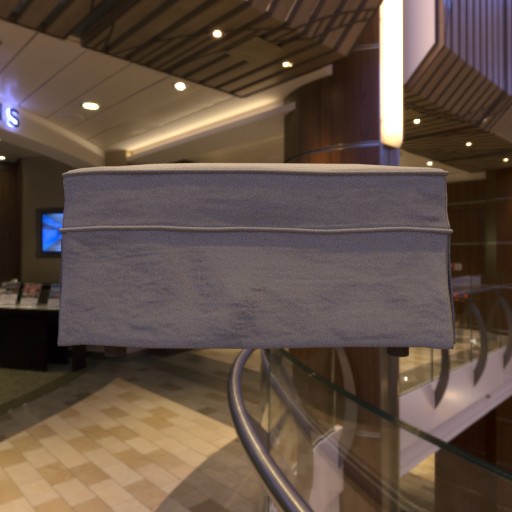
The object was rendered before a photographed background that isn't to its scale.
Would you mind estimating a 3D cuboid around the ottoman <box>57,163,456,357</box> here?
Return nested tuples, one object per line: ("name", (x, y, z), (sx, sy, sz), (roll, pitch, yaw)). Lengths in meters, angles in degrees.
("ottoman", (0.000, 0.000, 1.322), (0.944, 0.479, 0.703), (0, 0, 0))
